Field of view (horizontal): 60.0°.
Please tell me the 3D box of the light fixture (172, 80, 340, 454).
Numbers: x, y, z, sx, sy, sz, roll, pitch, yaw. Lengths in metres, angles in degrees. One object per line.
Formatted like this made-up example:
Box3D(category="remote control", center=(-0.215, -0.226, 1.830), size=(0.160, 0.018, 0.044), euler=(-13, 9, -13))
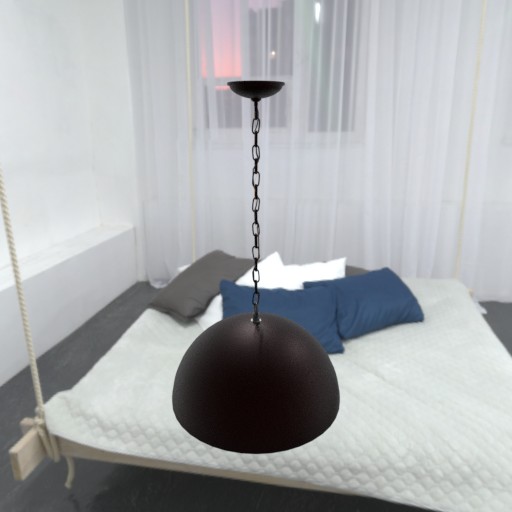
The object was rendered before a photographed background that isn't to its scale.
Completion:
Box3D(category="light fixture", center=(0.000, 0.000, 1.192), size=(0.492, 0.869, 0.492), euler=(-3, 17, -9))
